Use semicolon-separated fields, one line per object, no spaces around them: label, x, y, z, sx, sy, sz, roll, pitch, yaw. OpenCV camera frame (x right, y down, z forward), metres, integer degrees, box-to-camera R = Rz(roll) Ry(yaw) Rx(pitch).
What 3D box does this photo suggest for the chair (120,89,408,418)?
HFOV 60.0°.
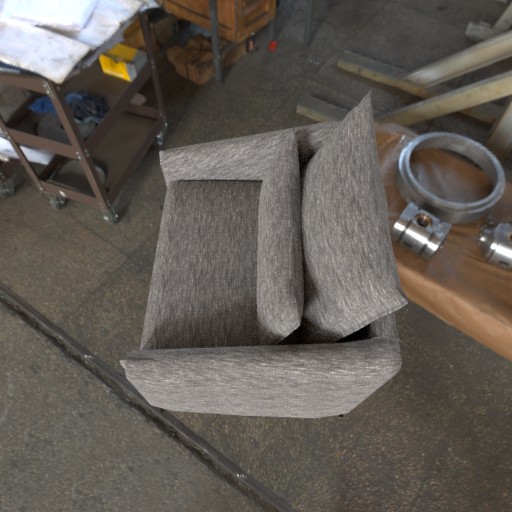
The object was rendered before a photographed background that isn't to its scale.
chair;0.000;0.000;1.594;0.805;0.842;1.004;1;59;1
